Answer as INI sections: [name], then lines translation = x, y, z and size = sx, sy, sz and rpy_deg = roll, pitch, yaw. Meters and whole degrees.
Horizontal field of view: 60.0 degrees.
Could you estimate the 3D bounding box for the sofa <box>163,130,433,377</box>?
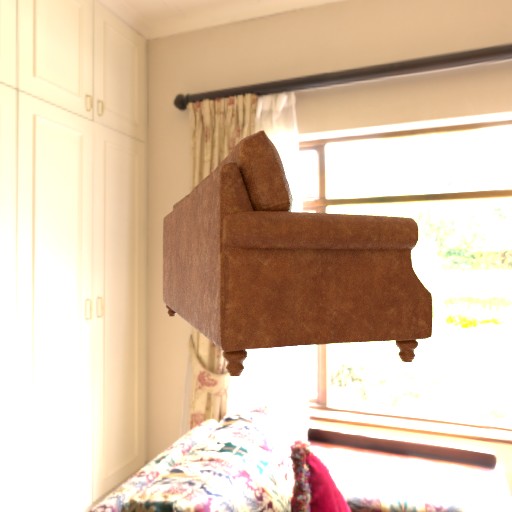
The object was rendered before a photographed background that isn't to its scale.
[sofa]
translation = 0.000, 0.000, 2.846
size = 0.973, 0.977, 2.351
rpy_deg = 0, -1, -18
